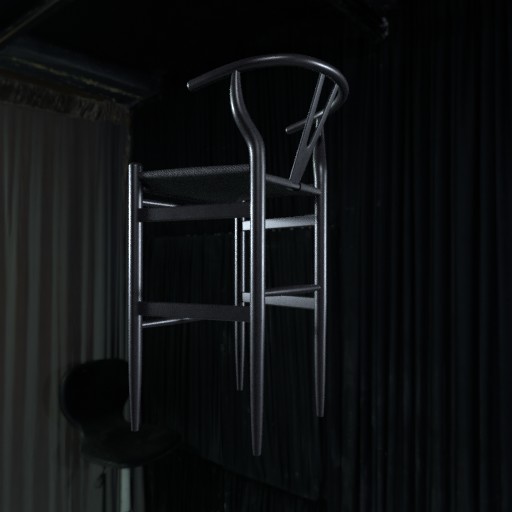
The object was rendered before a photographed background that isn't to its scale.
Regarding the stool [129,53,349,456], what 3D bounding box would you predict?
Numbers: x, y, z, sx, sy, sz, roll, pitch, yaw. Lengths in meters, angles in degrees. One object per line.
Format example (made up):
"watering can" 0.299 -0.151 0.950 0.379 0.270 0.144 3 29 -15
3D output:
"stool" 0.000 0.000 1.425 0.579 1.072 0.569 0 -1 36
